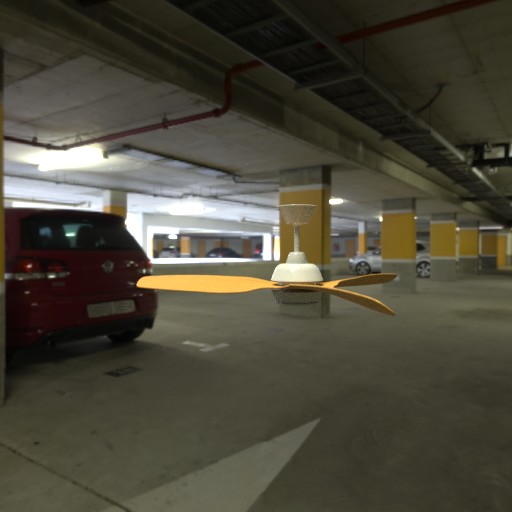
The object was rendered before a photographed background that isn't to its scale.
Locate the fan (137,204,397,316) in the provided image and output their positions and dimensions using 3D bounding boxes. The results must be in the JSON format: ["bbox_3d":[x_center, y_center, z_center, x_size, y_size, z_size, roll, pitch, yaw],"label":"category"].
[{"bbox_3d":[0.000,0.000,1.630,1.010,0.355,1.142,0,1,17],"label":"fan"}]
